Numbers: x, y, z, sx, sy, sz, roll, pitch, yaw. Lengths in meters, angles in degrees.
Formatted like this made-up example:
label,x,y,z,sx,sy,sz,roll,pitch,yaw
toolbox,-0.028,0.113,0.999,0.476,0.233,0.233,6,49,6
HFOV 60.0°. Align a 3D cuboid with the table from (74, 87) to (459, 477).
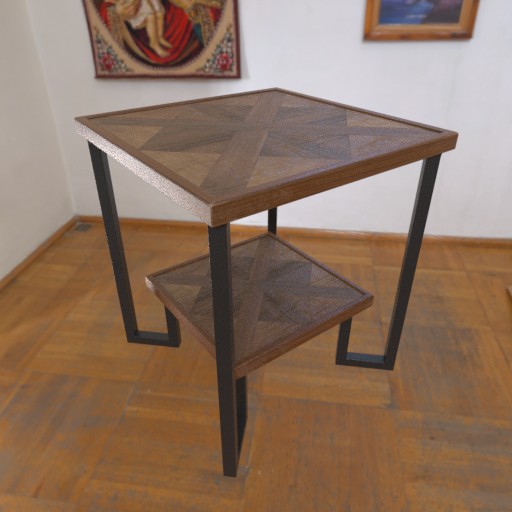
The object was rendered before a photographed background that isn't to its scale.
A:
label,x,y,z,sx,sy,sz,roll,pitch,yaw
table,0.000,0.000,0.956,0.503,0.563,0.503,-21,37,-31
